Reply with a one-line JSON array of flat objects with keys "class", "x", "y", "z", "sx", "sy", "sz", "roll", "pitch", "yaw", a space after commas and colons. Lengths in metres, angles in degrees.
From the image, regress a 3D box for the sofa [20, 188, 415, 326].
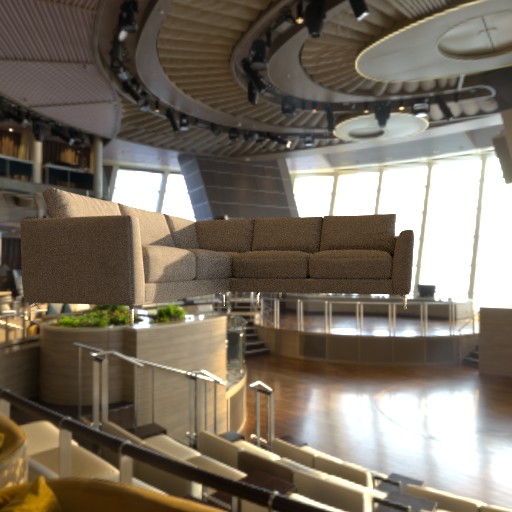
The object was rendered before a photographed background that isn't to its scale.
[{"class": "sofa", "x": 0.000, "y": 0.000, "z": 3.565, "sx": 2.438, "sy": 0.864, "sz": 2.438, "roll": 0, "pitch": -1, "yaw": 18}]
